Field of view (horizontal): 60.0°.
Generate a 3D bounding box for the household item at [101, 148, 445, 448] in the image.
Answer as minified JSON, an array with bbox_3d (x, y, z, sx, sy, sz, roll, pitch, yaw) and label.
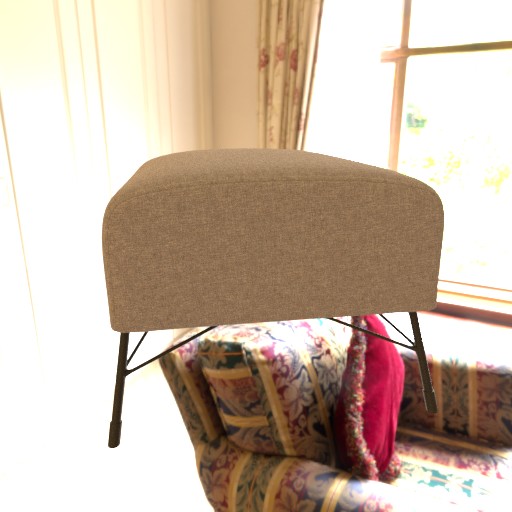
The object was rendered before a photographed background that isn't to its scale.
[{"bbox_3d":[0.000,0.000,0.883,0.530,0.410,0.530,-3,17,-9],"label":"household item"}]
